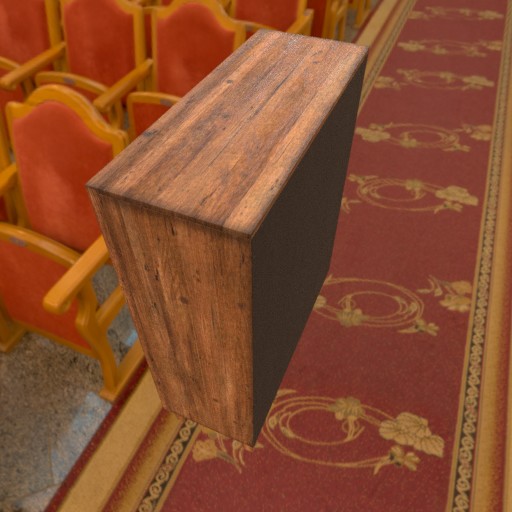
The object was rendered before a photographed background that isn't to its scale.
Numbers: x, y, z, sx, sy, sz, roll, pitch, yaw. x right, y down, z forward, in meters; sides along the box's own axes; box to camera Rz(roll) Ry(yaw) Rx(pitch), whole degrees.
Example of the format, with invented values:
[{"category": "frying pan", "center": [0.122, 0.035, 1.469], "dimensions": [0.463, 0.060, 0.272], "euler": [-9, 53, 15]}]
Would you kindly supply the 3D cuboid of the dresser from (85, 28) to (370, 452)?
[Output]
[{"category": "dresser", "center": [0.000, 0.000, 1.823], "dimensions": [0.438, 1.359, 1.067], "euler": [17, 49, 16]}]
